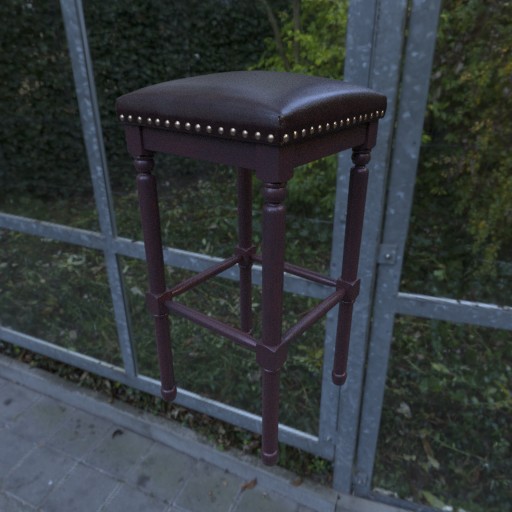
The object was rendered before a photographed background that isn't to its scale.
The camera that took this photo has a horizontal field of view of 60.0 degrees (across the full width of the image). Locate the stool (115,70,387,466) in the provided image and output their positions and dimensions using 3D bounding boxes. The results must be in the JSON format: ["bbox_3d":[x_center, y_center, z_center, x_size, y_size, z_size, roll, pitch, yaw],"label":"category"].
[{"bbox_3d":[0.000,0.000,0.995,0.382,0.768,0.383,18,30,33],"label":"stool"}]
